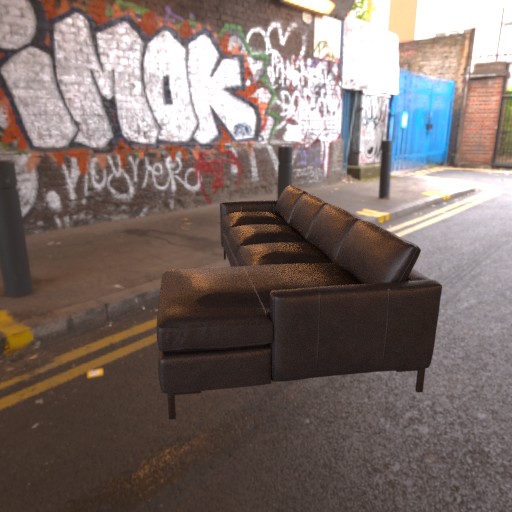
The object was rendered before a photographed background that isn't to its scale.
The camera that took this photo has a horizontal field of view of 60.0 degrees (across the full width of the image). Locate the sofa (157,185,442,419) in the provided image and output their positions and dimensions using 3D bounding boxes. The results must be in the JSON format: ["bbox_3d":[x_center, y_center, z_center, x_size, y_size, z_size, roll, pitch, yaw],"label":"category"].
[{"bbox_3d":[0.000,0.000,3.638,1.471,0.859,2.993,-3,16,-9],"label":"sofa"}]
